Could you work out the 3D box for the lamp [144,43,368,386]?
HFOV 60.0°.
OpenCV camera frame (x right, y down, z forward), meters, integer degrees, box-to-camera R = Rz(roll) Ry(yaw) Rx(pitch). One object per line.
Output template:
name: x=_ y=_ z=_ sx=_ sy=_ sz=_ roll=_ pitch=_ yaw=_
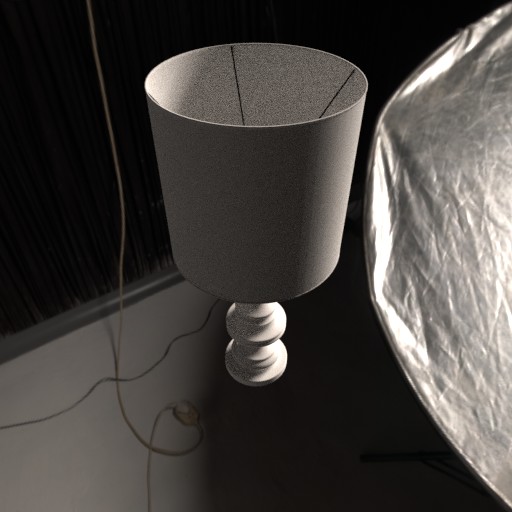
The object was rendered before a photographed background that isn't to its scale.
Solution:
lamp: x=0.000 y=0.000 z=0.572 sx=0.208 sy=0.455 sz=0.208 roll=-26 pitch=48 yaw=-26
